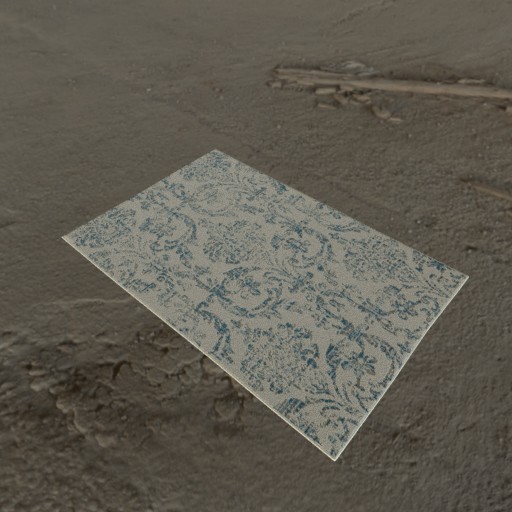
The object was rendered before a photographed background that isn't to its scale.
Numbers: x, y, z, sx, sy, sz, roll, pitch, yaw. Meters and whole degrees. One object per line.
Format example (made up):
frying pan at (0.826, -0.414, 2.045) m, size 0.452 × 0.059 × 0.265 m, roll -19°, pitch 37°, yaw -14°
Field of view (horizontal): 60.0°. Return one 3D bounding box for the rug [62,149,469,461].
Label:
rug at (0.000, 0.000, 2.369) m, size 1.831 × 0.012 × 1.213 m, roll 32°, pitch 53°, yaw 28°
